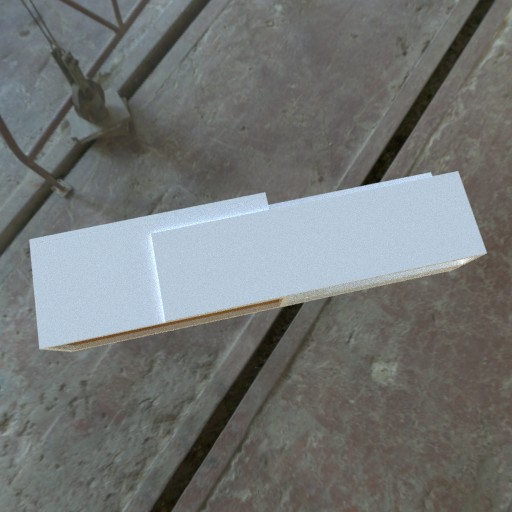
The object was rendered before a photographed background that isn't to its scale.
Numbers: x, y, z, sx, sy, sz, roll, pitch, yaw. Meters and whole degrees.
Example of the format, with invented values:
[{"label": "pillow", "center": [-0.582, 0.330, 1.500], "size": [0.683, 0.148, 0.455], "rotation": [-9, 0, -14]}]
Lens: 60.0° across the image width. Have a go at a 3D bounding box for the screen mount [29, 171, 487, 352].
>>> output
[{"label": "screen mount", "center": [0.000, 0.000, 1.821], "size": [1.680, 0.320, 0.420], "rotation": [-12, 76, -3]}]
